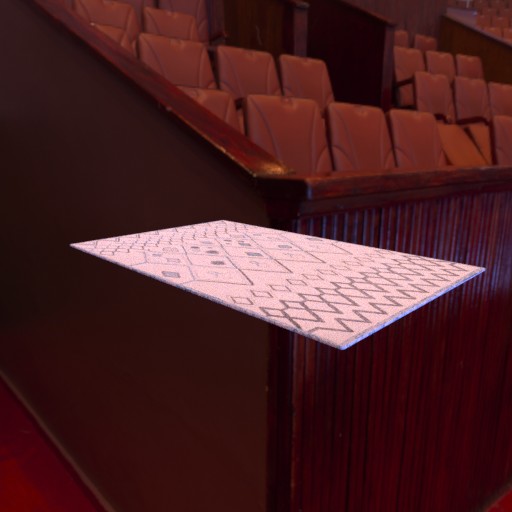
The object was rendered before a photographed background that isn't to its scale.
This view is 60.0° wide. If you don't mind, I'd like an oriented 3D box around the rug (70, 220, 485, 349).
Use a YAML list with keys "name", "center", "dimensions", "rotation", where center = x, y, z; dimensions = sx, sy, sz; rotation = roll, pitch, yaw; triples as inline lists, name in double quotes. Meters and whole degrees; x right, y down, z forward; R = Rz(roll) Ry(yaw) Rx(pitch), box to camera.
- name: "rug"
  center: [0.000, 0.000, 3.012]
  dimensions: [2.439, 0.015, 1.524]
  rotation: [14, 20, 43]
